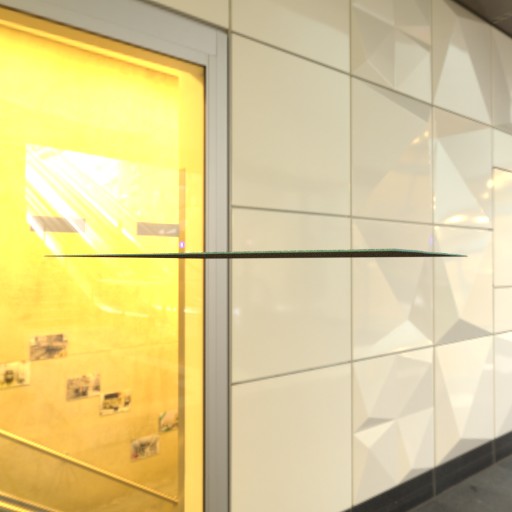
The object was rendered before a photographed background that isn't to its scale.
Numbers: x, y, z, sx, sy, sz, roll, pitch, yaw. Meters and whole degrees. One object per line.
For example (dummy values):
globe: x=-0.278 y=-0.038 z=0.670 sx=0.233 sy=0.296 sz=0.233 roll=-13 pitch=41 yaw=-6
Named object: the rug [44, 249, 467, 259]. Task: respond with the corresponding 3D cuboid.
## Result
rug: x=0.000 y=0.000 z=2.970 sx=2.373 sy=0.009 sz=1.622 roll=-1 pitch=-1 yaw=34
